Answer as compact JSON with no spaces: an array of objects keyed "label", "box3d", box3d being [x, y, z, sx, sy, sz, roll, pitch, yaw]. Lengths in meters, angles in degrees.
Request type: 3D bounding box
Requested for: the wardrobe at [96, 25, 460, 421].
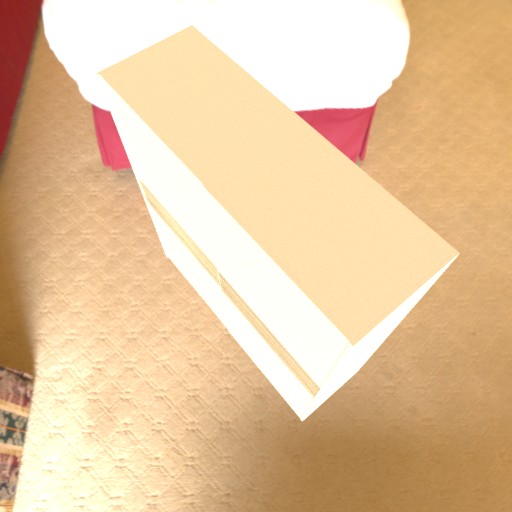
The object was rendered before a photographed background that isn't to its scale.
[{"label":"wardrobe","box3d":[0.000,0.000,2.901,0.600,2.020,1.830,-36,68,-17]}]
